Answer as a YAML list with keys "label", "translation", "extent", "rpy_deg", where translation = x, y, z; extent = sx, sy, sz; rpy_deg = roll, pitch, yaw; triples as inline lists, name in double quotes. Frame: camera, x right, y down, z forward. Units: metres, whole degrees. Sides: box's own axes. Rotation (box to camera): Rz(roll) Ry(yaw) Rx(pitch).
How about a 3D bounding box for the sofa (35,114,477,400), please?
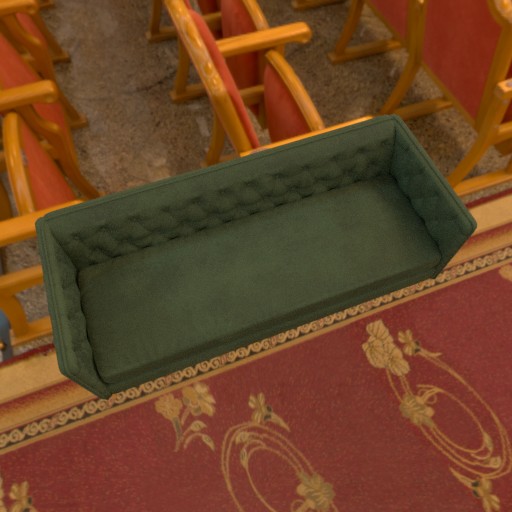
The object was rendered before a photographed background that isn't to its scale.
- label: "sofa"
  translation: [0.000, 0.000, 2.631]
  extent: [2.209, 0.771, 0.895]
  rpy_deg: [-18, 63, -10]
